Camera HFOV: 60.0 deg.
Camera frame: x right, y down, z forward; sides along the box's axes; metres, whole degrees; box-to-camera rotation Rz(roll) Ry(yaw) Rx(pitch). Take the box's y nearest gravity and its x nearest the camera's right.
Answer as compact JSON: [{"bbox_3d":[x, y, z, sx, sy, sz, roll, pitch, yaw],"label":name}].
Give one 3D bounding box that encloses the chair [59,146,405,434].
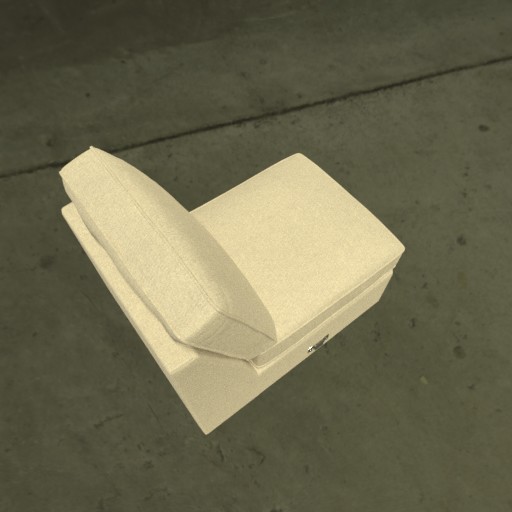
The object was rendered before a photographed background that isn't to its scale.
[{"bbox_3d":[0.000,0.000,1.544,0.938,0.970,0.621,-33,63,-19],"label":"chair"}]
